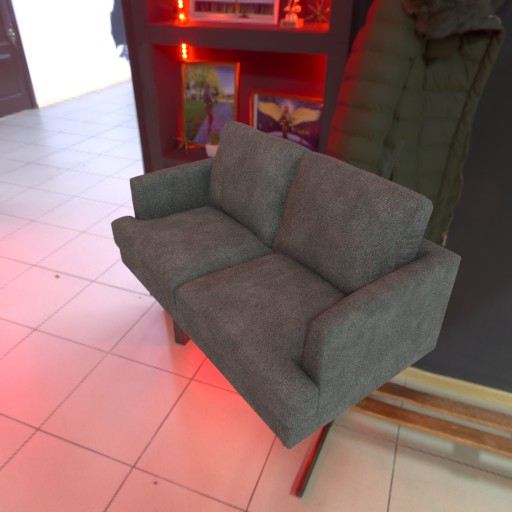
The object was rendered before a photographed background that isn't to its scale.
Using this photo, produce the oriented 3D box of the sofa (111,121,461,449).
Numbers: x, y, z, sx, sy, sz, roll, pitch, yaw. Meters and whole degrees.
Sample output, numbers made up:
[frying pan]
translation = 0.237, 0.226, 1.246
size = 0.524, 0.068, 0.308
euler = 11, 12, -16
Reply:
[sofa]
translation = 0.000, 0.000, 2.160
size = 0.903, 0.956, 1.582
euler = -22, 38, -30
